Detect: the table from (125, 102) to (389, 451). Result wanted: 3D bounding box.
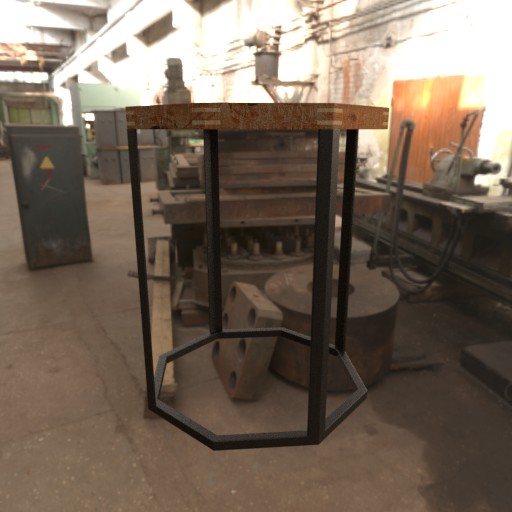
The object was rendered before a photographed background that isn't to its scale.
[{"bbox_3d":[0.000,0.000,0.865,0.458,0.543,0.458,-8,18,-26],"label":"table"}]
